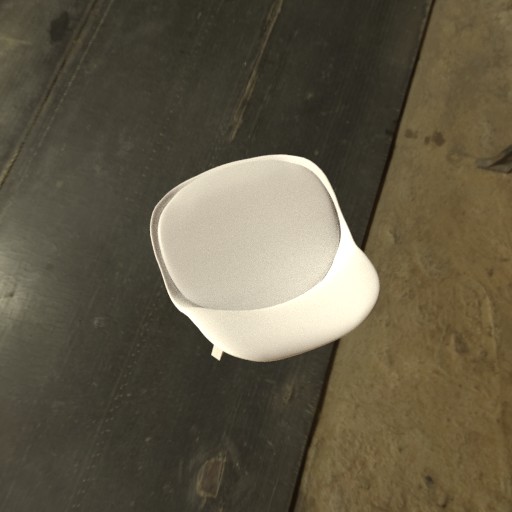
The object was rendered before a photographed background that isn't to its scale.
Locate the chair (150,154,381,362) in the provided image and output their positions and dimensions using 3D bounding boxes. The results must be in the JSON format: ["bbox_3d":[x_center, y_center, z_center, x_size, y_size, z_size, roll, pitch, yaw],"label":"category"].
[{"bbox_3d":[0.000,0.000,1.177,0.485,0.850,0.550,-19,77,-5],"label":"chair"}]
